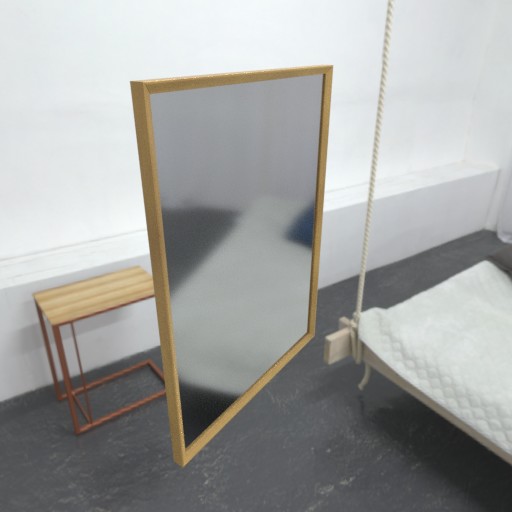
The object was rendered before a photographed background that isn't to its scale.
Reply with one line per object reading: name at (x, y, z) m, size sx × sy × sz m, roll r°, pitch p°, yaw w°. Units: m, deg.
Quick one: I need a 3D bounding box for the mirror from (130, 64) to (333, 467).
mirror at (0.000, 0.000, 1.317) m, size 0.041 × 1.016 × 0.762 m, roll 17°, pitch 31°, yaw 32°
